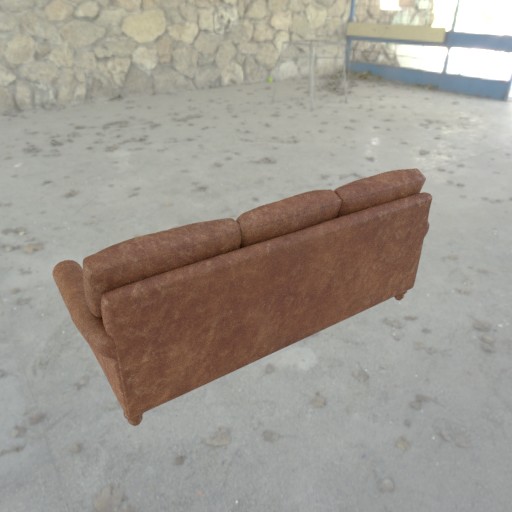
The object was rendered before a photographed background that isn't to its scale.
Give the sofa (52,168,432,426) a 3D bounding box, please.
[{"bbox_3d":[0.000,0.000,2.876,2.351,0.977,0.973,-18,34,-29],"label":"sofa"}]
